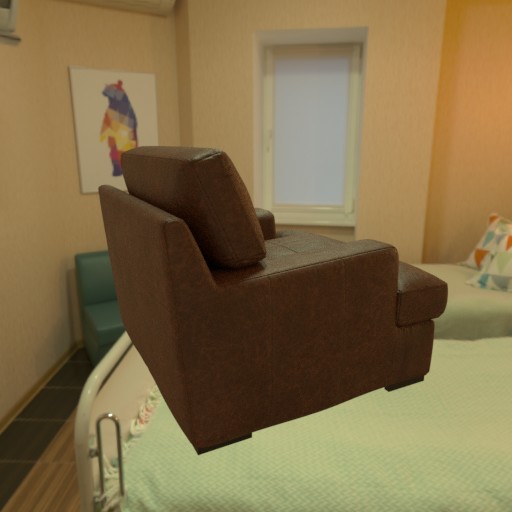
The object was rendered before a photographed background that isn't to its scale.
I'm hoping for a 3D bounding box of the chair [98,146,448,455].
[{"bbox_3d":[0.000,0.000,1.947,1.143,0.939,1.168,-7,16,-26],"label":"chair"}]
